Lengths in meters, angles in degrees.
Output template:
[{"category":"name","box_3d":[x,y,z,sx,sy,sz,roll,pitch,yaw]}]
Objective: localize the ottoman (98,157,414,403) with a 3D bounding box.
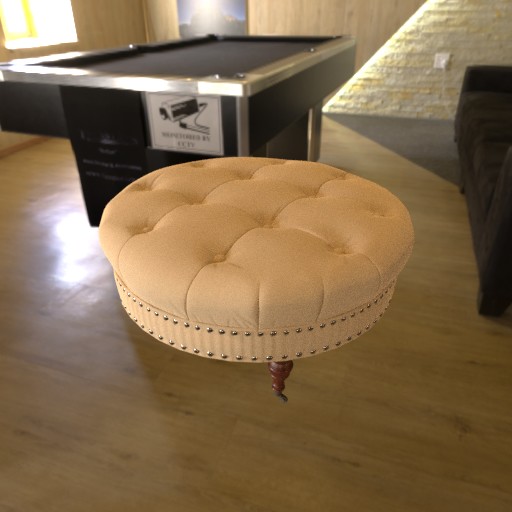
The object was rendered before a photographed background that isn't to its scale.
[{"category":"ottoman","box_3d":[0.000,0.000,1.391,0.901,0.439,0.901,0,30,0]}]
